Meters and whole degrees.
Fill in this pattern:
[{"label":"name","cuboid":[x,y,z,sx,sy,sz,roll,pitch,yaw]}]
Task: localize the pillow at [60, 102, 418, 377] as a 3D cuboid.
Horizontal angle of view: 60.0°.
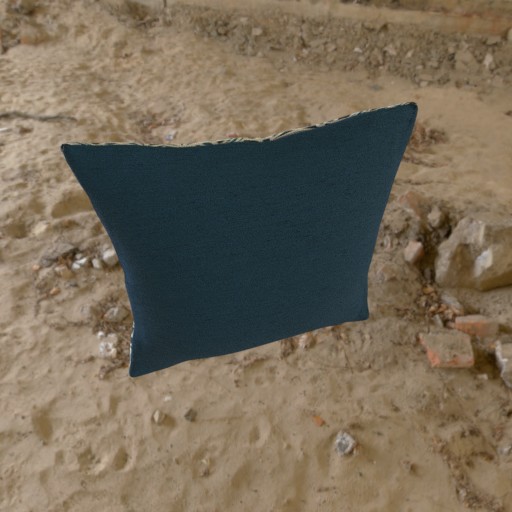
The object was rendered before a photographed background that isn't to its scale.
[{"label":"pillow","cuboid":[0.000,0.000,0.652,0.440,0.420,0.145,-11,42,-13]}]
